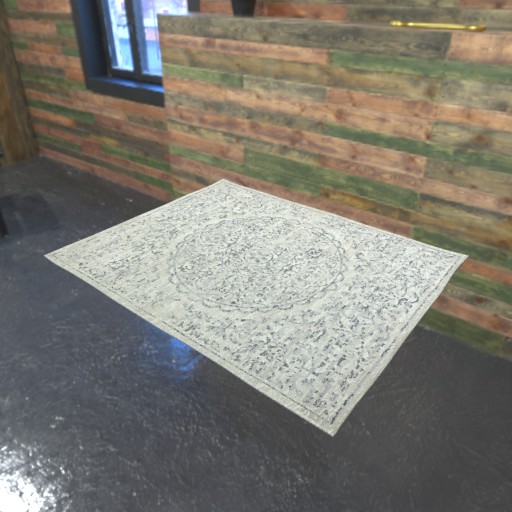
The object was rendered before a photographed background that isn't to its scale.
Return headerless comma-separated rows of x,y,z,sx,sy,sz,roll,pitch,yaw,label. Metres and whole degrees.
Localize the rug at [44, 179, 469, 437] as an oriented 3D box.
0.000,0.000,3.890,2.925,0.026,2.343,23,38,32,rug
